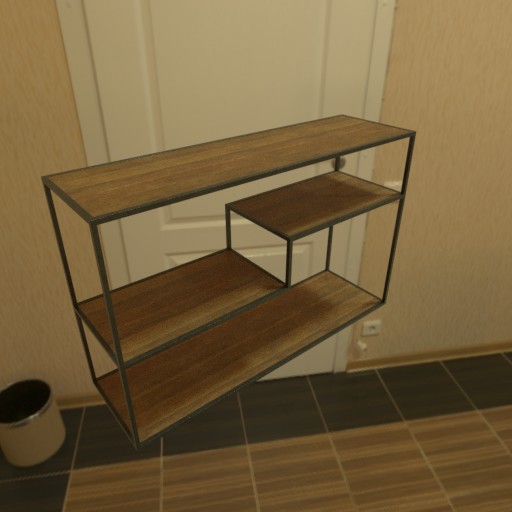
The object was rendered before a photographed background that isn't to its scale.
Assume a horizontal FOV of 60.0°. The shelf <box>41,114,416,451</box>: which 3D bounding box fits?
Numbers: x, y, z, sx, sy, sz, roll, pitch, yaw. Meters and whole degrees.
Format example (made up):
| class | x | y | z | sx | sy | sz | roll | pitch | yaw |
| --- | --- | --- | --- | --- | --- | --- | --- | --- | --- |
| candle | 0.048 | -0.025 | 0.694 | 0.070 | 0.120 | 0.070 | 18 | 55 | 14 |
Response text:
| class | x | y | z | sx | sy | sz | roll | pitch | yaw |
| --- | --- | --- | --- | --- | --- | --- | --- | --- | --- |
| shelf | 0.000 | 0.000 | 1.585 | 1.201 | 0.765 | 0.361 | -22 | 36 | -33 |
